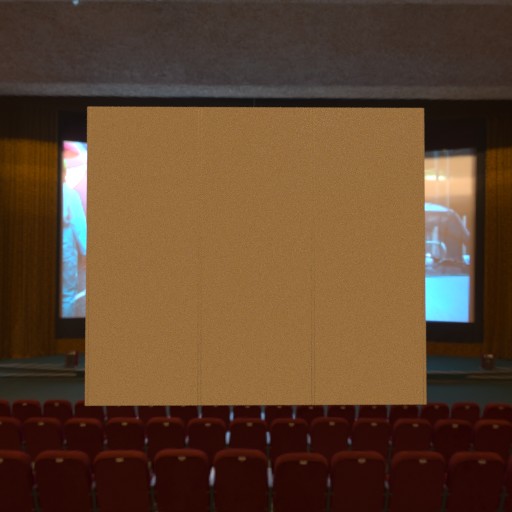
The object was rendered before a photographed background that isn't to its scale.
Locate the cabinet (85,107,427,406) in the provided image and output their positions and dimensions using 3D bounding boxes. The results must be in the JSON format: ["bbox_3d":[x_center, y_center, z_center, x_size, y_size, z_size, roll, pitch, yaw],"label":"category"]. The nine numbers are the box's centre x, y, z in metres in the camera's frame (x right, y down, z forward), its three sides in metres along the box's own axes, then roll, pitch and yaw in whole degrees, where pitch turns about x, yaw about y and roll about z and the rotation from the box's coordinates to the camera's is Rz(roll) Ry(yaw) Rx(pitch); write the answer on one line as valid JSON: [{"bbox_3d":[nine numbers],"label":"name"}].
[{"bbox_3d":[0.000,0.000,3.822,2.700,2.370,0.590,0,-1,-1],"label":"cabinet"}]
